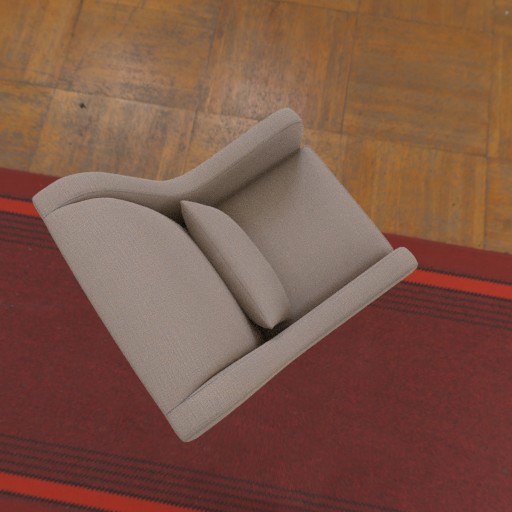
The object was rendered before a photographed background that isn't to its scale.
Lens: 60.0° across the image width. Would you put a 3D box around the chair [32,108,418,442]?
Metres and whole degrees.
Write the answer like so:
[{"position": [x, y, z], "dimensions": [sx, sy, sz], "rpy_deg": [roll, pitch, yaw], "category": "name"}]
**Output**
[{"position": [0.000, 0.000, 1.552], "dimensions": [0.896, 1.017, 0.715], "rpy_deg": [-35, 78, -8], "category": "chair"}]
